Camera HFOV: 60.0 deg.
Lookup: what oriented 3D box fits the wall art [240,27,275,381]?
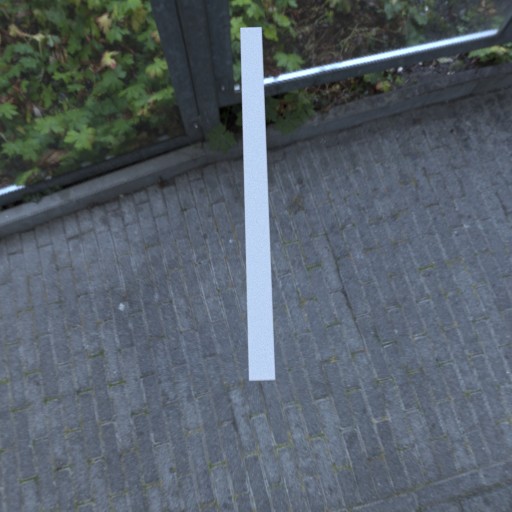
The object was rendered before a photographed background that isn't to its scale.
[{"bbox_3d":[0.000,0.000,1.162,0.038,0.914,0.610,-2,75,0],"label":"wall art"}]
